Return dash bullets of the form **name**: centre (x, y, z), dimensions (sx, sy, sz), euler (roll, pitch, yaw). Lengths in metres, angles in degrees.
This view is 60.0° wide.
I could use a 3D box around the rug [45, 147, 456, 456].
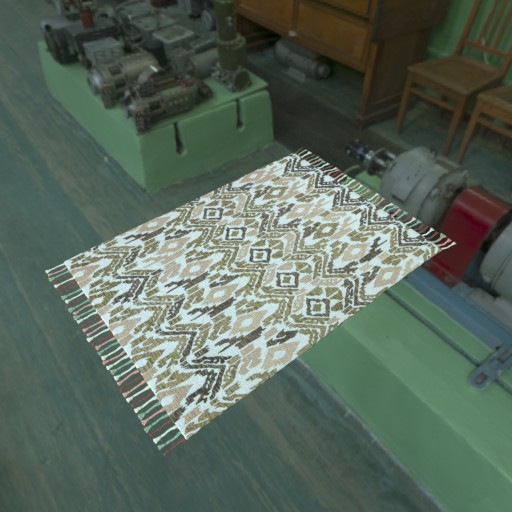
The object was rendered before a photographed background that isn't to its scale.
- **rug**: centre (0.000, 0.000, 2.340), dimensions (1.829, 0.008, 1.219), euler (-30, 53, -26)
